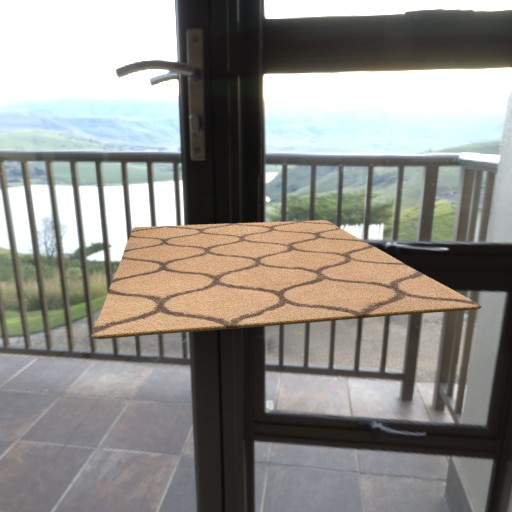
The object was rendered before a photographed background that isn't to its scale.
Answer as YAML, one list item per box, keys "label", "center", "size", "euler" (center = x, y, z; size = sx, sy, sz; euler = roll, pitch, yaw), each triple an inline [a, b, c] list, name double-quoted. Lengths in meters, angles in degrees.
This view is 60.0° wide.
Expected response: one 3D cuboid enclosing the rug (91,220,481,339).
- label: "rug"
  center: [0.000, 0.000, 4.038]
  size: [2.399, 0.026, 3.000]
  euler: [-3, 16, -10]
